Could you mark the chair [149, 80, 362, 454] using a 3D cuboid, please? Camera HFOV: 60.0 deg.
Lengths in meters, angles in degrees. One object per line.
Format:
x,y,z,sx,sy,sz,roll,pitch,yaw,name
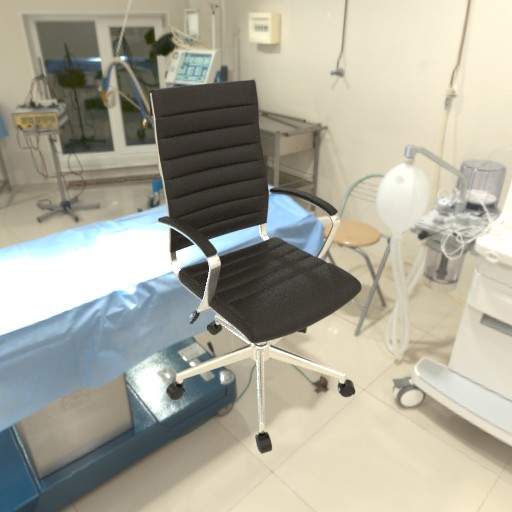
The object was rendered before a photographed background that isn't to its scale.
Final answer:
0.000,0.000,1.668,0.766,1.149,0.739,-20,34,-32,chair
